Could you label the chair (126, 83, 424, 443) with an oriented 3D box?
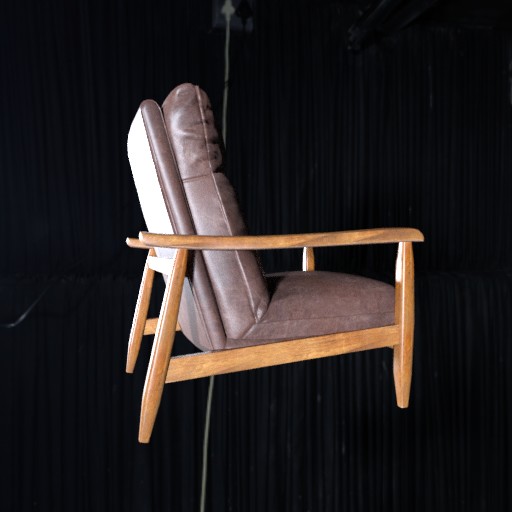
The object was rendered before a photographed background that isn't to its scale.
[{"bbox_3d":[0.000,0.000,1.510,0.830,0.897,0.782,0,1,-19],"label":"chair"}]
